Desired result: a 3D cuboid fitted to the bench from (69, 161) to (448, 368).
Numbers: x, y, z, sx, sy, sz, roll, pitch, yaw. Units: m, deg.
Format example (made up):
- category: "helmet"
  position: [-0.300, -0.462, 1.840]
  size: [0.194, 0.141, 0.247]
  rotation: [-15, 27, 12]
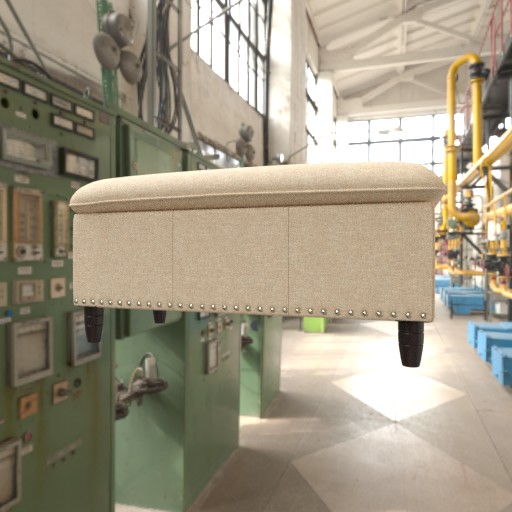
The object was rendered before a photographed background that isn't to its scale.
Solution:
- category: "bench"
  position: [0.000, 0.000, 1.281]
  size: [0.991, 0.483, 0.483]
  rotation: [0, 0, 18]
